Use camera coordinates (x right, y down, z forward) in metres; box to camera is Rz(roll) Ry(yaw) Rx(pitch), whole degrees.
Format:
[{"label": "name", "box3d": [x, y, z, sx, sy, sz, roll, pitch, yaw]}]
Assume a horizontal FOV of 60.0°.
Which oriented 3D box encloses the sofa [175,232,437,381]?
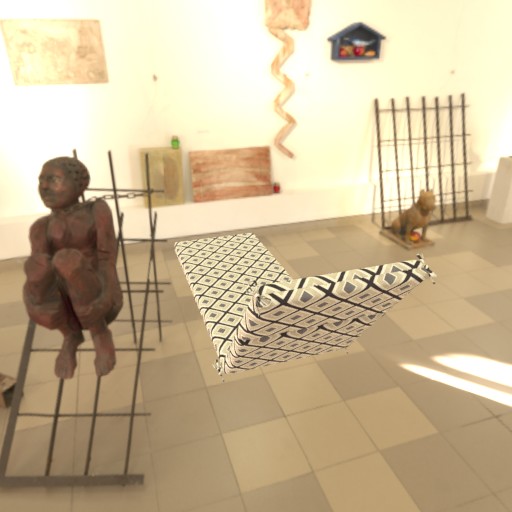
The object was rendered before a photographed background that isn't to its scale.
[{"label": "sofa", "box3d": [0.000, 0.000, 2.005, 0.582, 0.622, 1.663, -8, 27, -17]}]
